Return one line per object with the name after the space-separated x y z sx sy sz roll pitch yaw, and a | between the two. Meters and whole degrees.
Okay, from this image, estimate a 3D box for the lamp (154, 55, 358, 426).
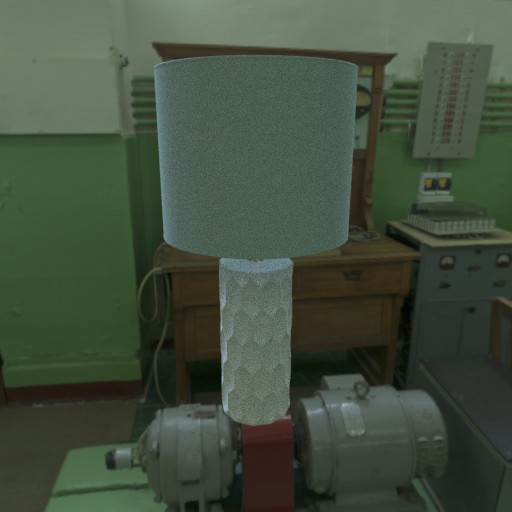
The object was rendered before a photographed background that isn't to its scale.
0.000 0.000 0.687 0.277 0.534 0.277 -3 17 -9 | lamp
